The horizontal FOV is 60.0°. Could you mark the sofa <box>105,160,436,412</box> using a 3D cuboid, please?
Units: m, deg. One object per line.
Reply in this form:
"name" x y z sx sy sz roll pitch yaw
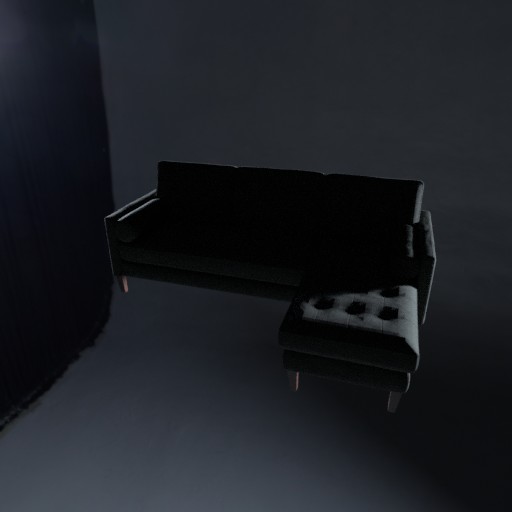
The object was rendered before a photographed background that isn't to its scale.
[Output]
"sofa" 0.000 0.000 2.911 2.178 0.876 1.506 8 27 16
